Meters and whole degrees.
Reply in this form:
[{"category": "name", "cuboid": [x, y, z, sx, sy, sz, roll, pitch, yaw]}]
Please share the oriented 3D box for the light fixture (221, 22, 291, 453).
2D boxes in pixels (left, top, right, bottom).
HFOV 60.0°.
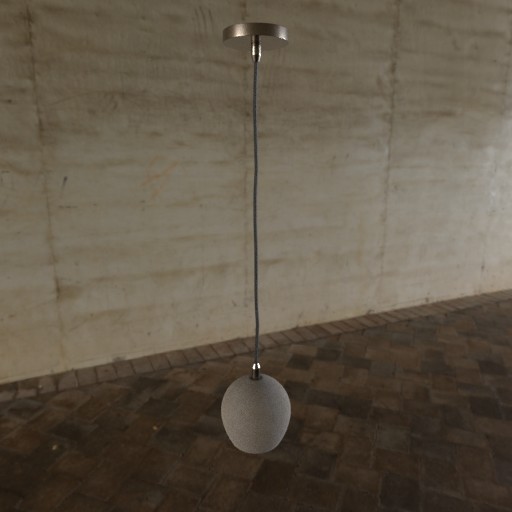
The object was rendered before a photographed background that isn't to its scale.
[{"category": "light fixture", "cuboid": [0.000, 0.000, 0.822, 0.139, 0.764, 0.139, 2, 13, 7]}]
